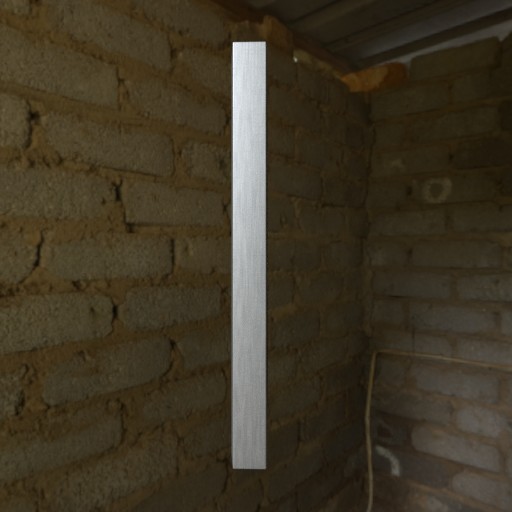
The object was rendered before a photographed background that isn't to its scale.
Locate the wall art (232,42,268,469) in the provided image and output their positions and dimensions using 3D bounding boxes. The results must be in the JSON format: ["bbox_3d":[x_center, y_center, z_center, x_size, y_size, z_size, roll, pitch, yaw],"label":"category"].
[{"bbox_3d":[0.000,0.000,0.532,0.028,0.330,0.380,0,0,2],"label":"wall art"}]
